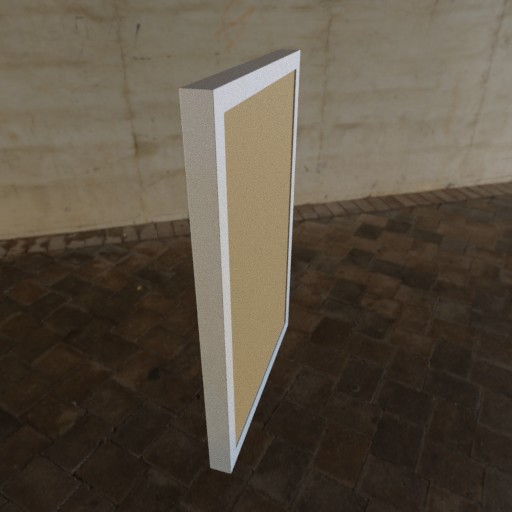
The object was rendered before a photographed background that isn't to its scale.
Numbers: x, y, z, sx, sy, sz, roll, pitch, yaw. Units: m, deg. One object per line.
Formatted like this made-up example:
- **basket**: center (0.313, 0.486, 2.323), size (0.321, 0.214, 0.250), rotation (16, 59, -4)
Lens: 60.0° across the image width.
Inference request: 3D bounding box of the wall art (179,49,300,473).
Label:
- **wall art**: center (0.000, 0.000, 0.762), size (0.038, 0.611, 0.408), rotation (9, 31, 15)
